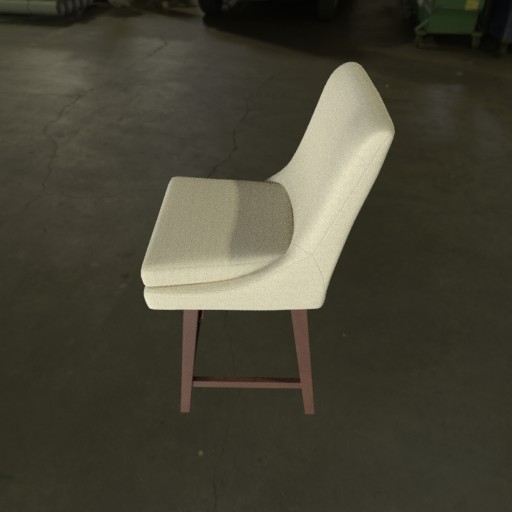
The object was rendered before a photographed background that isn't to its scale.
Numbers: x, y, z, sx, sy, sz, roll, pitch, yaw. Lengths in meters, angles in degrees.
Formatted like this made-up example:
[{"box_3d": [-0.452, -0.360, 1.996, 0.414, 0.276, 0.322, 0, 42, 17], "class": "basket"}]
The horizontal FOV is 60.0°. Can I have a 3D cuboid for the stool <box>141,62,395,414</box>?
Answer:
[{"box_3d": [0.000, 0.000, 1.310, 0.559, 0.991, 0.483, 1, 40, 1], "class": "stool"}]
